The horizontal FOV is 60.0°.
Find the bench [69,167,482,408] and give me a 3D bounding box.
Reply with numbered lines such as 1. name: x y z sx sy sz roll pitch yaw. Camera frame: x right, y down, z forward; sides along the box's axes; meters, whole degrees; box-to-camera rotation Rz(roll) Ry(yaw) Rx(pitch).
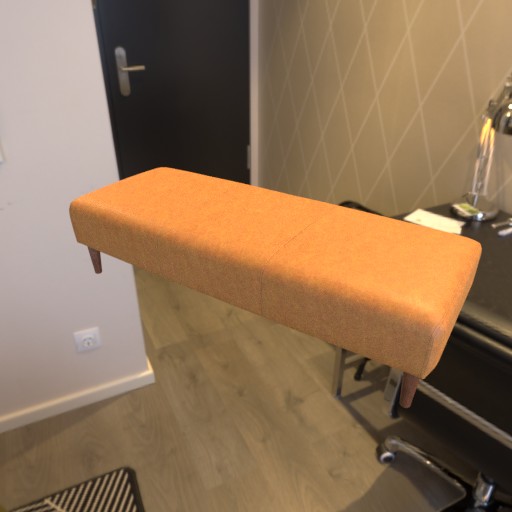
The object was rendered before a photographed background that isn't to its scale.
1. bench: 0.000 0.000 1.869 1.610 0.399 0.653 18 34 29
